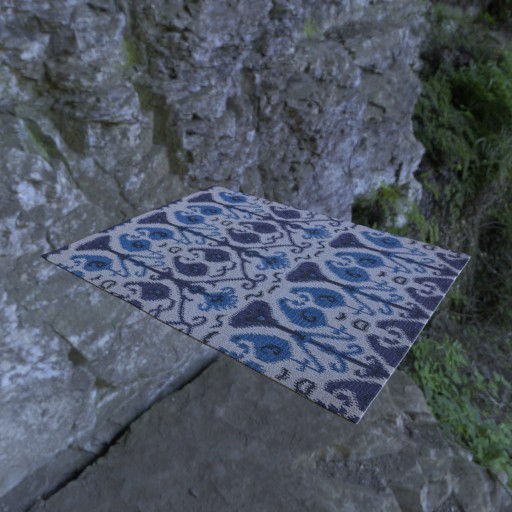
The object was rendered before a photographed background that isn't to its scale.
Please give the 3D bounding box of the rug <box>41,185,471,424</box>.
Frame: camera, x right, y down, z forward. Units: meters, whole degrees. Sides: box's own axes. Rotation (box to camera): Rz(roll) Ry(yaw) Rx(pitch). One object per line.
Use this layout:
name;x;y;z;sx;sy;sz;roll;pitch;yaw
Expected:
rug;0.000;0.000;4.147;3.228;0.024;2.443;20;34;32
